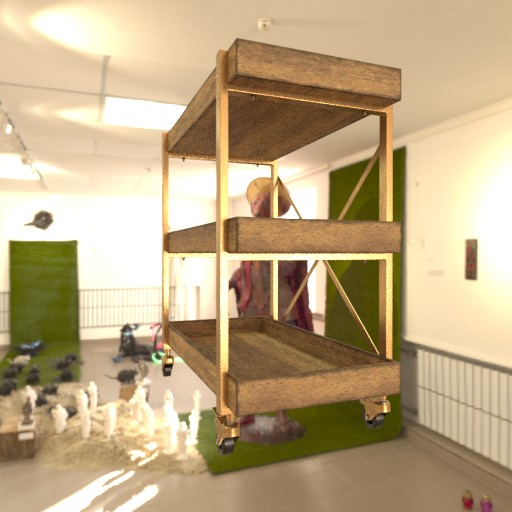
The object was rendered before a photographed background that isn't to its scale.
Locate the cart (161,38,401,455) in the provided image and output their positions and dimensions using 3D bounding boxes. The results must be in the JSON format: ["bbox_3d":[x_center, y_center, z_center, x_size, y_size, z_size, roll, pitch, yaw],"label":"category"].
[{"bbox_3d":[0.000,0.000,1.224,0.416,0.799,0.750,0,0,-22],"label":"cart"}]
